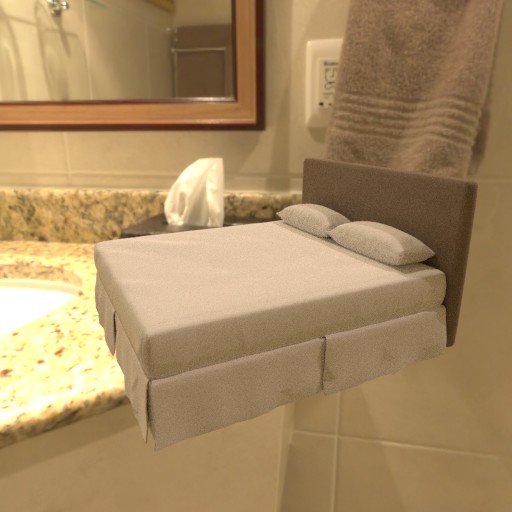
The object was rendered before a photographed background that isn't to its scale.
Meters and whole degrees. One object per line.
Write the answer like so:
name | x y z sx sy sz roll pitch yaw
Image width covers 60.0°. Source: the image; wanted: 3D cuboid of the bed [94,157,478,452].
bed | 0.000 0.000 3.524 2.341 1.317 2.119 -8 19 -25
